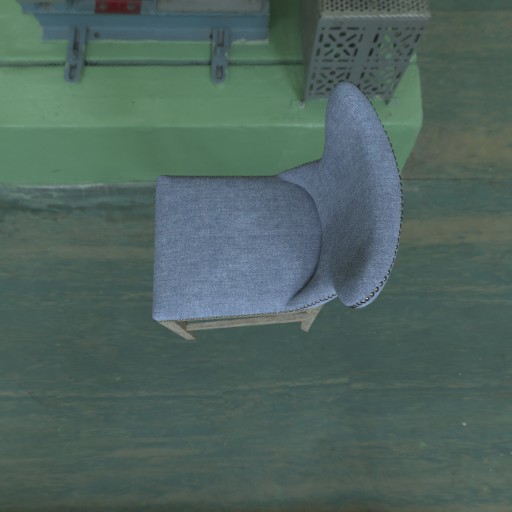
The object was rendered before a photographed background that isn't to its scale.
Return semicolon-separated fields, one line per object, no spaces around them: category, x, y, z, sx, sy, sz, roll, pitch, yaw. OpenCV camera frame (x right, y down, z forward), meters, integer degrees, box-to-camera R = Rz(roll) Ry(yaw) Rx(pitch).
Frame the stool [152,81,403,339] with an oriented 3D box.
stool;0.000;0.000;1.421;0.606;1.123;0.494;-2;75;0
